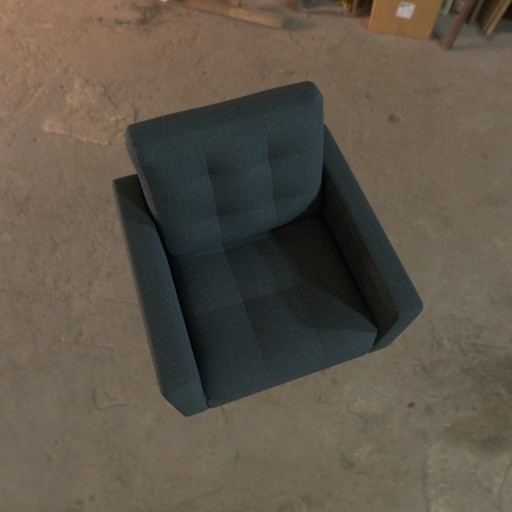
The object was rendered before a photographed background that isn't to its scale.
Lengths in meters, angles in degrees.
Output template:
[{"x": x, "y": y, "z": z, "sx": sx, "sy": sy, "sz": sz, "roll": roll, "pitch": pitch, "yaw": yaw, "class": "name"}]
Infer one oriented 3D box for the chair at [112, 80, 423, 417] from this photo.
[{"x": 0.000, "y": 0.000, "z": 1.554, "sx": 0.821, "sy": 0.880, "sz": 0.843, "roll": -17, "pitch": 65, "yaw": -8, "class": "chair"}]
